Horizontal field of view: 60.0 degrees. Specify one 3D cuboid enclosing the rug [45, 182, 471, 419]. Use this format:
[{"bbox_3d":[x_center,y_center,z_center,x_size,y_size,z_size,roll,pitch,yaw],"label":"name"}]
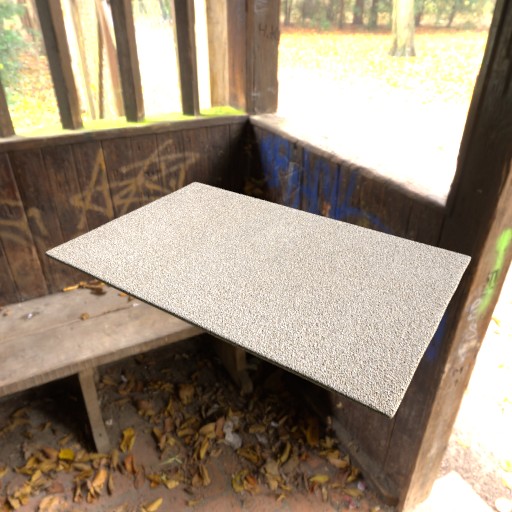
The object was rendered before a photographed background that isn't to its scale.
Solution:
[{"bbox_3d":[0.000,0.000,3.383,2.743,0.030,1.778,19,36,29],"label":"rug"}]
